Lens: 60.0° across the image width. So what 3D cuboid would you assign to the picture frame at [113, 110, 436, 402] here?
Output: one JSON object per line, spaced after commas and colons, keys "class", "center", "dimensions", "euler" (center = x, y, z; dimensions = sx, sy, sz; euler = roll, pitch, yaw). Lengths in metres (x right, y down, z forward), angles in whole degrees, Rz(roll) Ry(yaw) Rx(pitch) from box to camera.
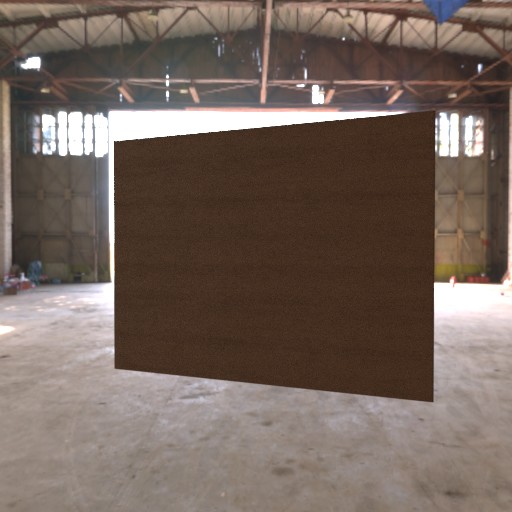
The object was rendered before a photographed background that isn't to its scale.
{"class": "picture frame", "center": [0.000, 0.000, 1.778], "dimensions": [1.329, 1.018, 0.045], "euler": [0, 1, 19]}
